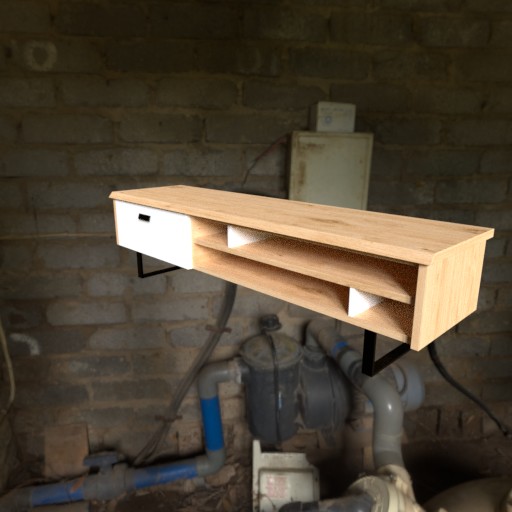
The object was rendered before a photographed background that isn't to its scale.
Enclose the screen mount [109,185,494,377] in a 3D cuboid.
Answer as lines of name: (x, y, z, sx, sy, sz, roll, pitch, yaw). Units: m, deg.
screen mount: (0.000, 0.000, 1.896, 0.450, 0.430, 1.700, -15, 21, -43)
